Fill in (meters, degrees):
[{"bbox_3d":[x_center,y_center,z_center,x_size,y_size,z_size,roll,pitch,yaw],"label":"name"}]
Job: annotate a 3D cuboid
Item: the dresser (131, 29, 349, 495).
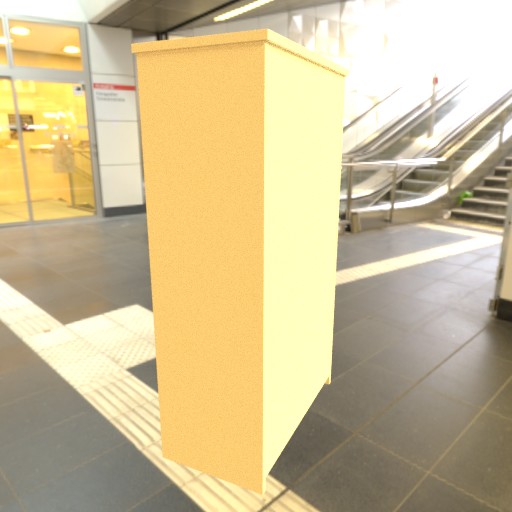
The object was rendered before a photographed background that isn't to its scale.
[{"bbox_3d":[0.000,0.000,1.528,0.399,1.255,0.704,7,17,25],"label":"dresser"}]
